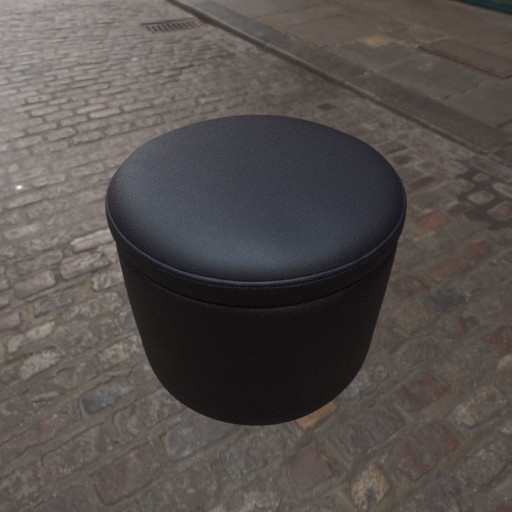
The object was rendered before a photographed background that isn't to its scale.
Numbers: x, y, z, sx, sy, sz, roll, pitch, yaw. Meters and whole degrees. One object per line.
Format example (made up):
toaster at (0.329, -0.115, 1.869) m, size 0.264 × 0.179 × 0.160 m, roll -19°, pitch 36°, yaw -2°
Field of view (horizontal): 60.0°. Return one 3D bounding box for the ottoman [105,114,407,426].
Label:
ottoman at (0.000, 0.000, 0.865) m, size 0.501 × 0.409 × 0.501 m, roll 0°, pitch 41°, yaw 0°
